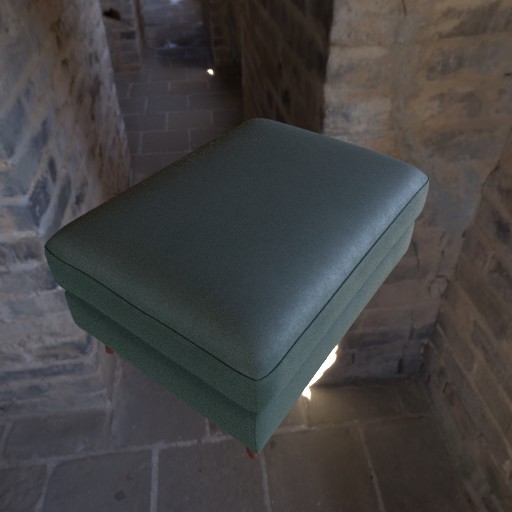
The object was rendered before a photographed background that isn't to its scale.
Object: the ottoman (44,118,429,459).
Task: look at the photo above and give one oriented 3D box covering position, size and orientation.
[{"bbox_3d":[0.000,0.000,1.158,0.608,0.449,0.811,26,47,26],"label":"ottoman"}]
